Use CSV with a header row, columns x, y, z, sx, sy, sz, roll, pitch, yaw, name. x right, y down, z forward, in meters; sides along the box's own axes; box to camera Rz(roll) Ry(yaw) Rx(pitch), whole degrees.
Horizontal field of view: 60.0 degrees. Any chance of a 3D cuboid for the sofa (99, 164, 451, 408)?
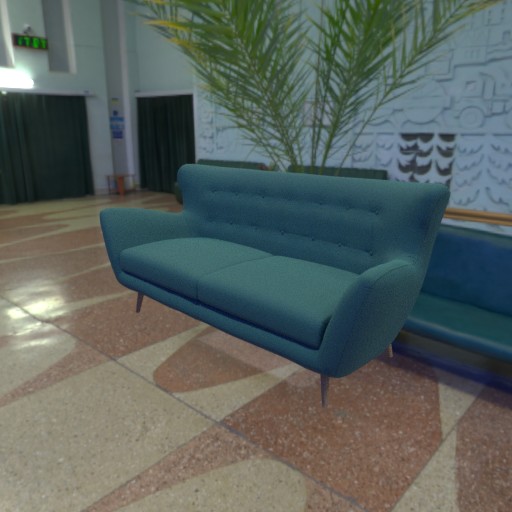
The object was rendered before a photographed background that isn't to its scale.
x,y,z,sx,sy,sz,roll,pitch,yaw,name
0.000,0.000,2.450,1.930,0.890,0.889,15,21,42,sofa
